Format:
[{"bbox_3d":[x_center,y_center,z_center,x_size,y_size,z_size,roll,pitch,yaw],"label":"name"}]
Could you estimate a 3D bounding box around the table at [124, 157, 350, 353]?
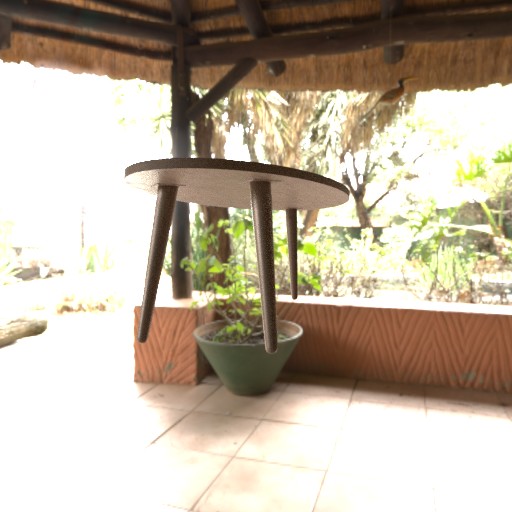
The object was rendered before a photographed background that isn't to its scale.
[{"bbox_3d":[0.000,0.000,1.336,0.542,0.390,1.083,1,2,18],"label":"table"}]
